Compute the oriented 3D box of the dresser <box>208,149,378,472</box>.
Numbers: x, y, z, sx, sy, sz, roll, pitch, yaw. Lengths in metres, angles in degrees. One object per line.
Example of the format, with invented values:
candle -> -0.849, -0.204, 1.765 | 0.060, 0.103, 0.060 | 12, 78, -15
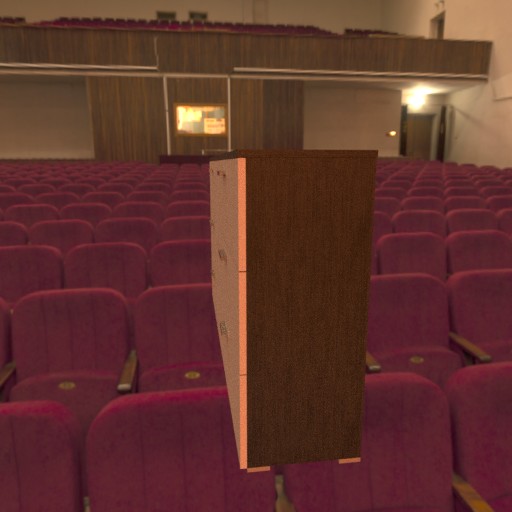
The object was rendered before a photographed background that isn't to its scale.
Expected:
dresser -> 0.000, 0.000, 1.792 | 0.333, 0.790, 1.535 | -2, 12, -8
